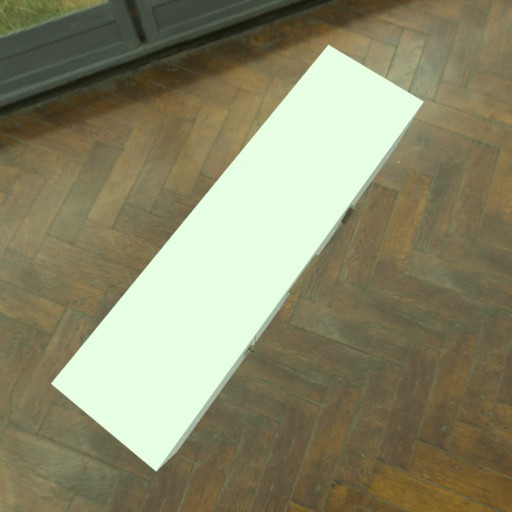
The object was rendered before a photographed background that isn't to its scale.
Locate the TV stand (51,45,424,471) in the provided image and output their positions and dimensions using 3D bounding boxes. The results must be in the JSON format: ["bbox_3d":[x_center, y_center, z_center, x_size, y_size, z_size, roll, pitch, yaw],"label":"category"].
[{"bbox_3d":[0.000,0.000,1.627,0.401,0.560,1.398,35,78,9],"label":"TV stand"}]
